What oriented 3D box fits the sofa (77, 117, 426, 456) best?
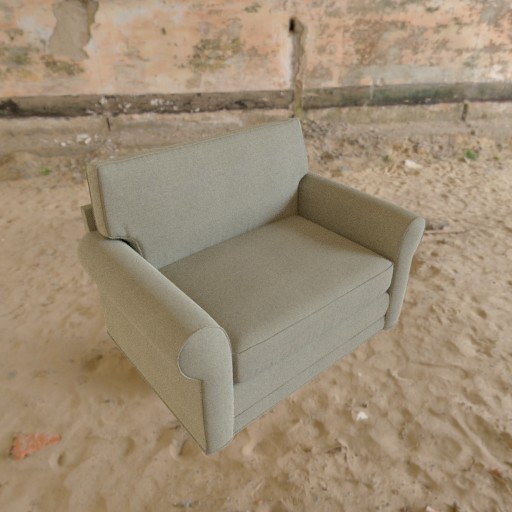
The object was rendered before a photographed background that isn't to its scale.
[{"bbox_3d":[0.000,0.000,2.106,1.405,0.991,0.936,-24,39,-33],"label":"sofa"}]
